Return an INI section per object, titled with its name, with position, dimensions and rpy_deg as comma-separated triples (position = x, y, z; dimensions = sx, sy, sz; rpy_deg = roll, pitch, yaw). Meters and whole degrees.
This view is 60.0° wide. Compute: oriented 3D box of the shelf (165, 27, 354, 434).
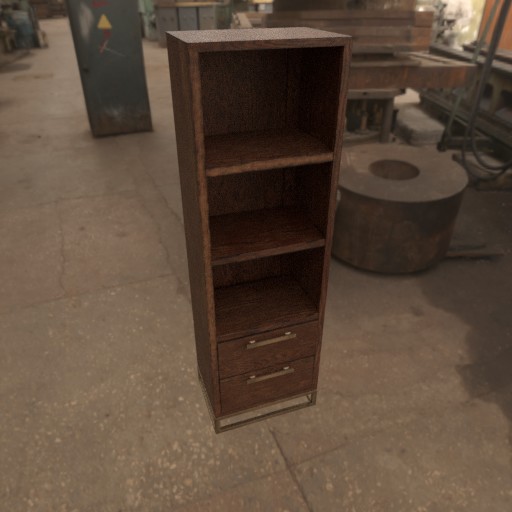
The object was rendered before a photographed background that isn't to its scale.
[shelf]
position = 0.000, 0.000, 1.926
dimensions = 0.539, 1.732, 0.395
rpy_deg = -10, 33, -16
